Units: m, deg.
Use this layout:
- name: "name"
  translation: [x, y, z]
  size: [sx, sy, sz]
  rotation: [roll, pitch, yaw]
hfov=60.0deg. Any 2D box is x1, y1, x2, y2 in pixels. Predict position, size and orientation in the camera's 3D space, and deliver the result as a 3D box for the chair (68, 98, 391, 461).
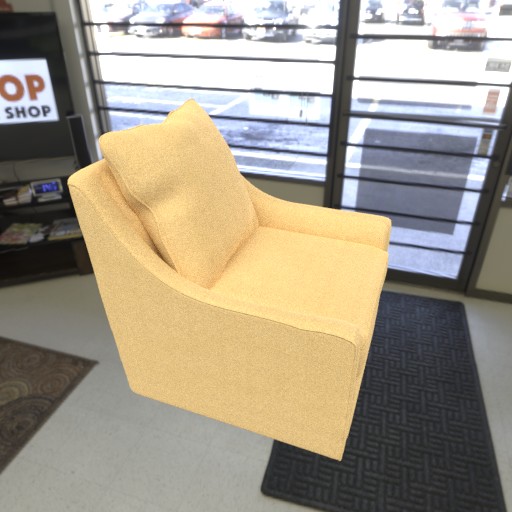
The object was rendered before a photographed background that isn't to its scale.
- name: "chair"
  translation: [0.000, 0.000, 1.567]
  size: [0.876, 0.927, 0.760]
  rotation: [11, 33, 18]
